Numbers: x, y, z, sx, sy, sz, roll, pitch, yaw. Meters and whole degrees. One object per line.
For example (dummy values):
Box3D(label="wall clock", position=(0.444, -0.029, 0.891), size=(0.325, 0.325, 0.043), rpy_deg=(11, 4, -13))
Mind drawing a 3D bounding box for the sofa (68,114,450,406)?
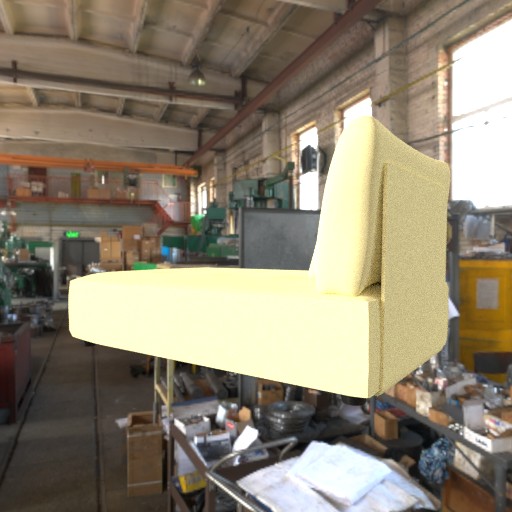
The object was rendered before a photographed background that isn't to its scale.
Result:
Box3D(label="sofa", position=(0.000, 0.000, 1.981), size=(1.450, 0.820, 0.930), rpy_deg=(1, 1, 36))
